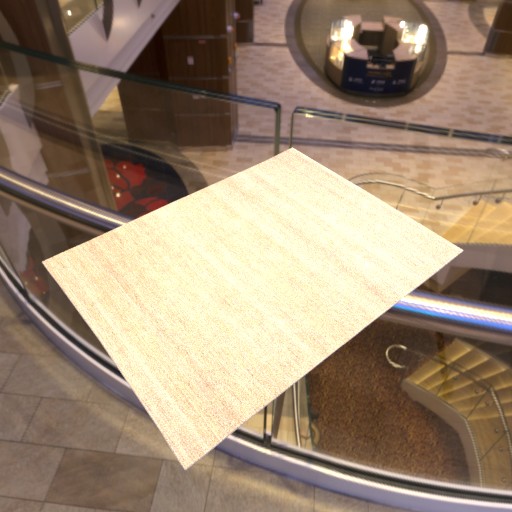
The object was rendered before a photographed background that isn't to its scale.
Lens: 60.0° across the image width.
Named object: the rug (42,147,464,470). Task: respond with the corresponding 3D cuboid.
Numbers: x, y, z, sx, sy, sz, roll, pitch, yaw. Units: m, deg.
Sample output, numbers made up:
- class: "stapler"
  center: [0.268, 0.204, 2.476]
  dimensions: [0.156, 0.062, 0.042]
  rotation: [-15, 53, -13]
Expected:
- class: "rug"
  center: [0.000, 0.000, 4.261]
  dimensions: [3.245, 0.046, 2.467]
  rotation: [-30, 52, -27]
